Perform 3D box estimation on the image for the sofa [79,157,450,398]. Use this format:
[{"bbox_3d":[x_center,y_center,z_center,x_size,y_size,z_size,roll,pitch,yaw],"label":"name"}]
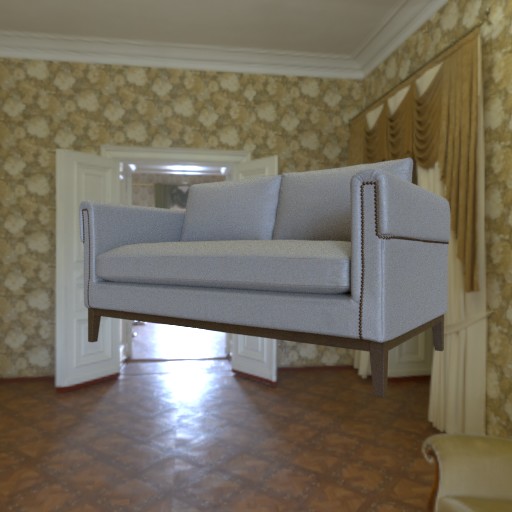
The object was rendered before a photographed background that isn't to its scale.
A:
[{"bbox_3d":[0.000,0.000,2.140,1.598,0.873,0.899,0,0,35],"label":"sofa"}]
